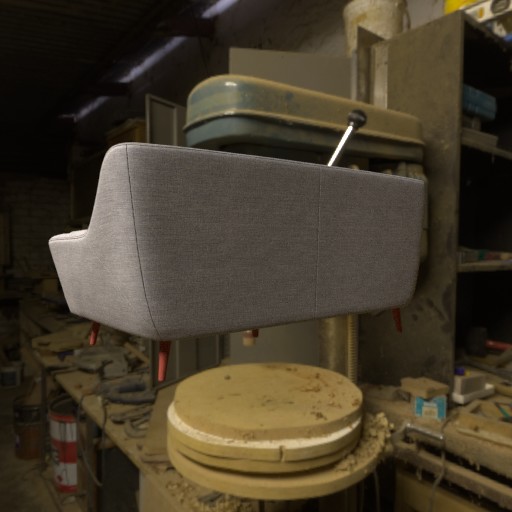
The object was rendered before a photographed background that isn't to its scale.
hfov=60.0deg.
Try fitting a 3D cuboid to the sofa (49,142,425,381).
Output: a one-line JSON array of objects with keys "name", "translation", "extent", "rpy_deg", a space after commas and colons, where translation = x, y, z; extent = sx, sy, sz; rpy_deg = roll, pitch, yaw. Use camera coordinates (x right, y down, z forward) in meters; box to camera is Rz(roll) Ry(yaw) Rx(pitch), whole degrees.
[{"name": "sofa", "translation": [0.000, 0.000, 2.421], "extent": [1.930, 0.897, 0.976], "rpy_deg": [-2, 3, -36]}]
